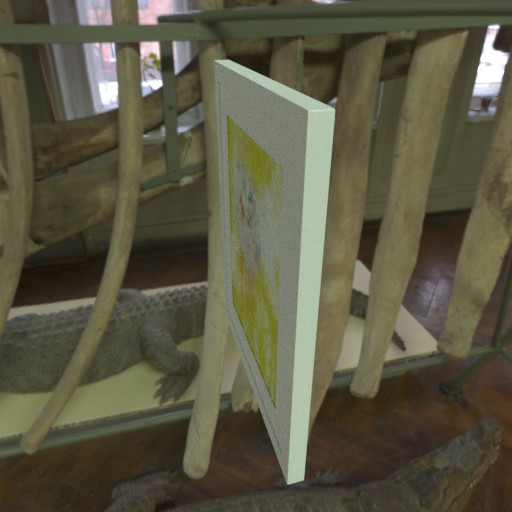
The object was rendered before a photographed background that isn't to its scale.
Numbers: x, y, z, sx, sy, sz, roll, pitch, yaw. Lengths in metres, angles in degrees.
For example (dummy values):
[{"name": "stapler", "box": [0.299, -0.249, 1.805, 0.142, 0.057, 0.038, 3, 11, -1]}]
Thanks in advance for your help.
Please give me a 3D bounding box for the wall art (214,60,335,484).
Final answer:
[{"name": "wall art", "box": [0.000, 0.000, 0.736, 0.028, 0.556, 0.454, -8, 30, -14]}]
